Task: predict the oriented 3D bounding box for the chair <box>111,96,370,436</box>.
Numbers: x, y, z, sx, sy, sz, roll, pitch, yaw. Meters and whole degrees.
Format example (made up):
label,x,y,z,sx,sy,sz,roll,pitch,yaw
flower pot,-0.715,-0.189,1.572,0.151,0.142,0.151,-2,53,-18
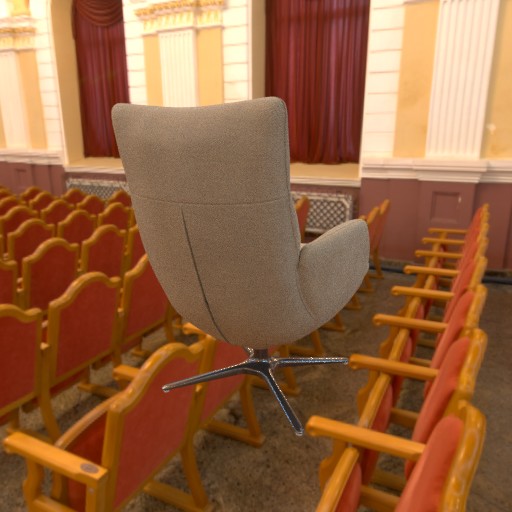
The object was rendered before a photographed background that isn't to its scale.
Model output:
label,x,y,z,sx,sy,sz,roll,pitch,yaw
chair,0.000,0.000,1.599,0.711,1.016,0.889,8,17,26
